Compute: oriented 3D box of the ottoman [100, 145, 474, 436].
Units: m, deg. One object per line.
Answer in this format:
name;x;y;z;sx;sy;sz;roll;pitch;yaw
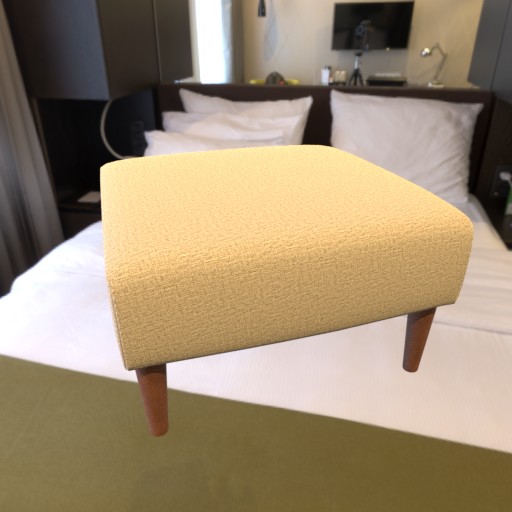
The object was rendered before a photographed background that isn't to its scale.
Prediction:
ottoman;0.000;0.000;1.040;0.650;0.398;0.649;-8;28;-16
